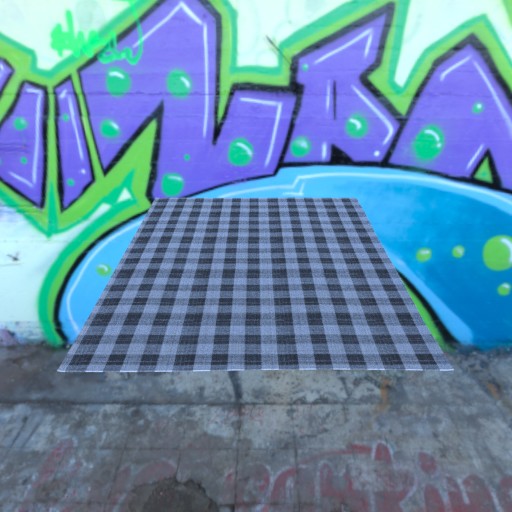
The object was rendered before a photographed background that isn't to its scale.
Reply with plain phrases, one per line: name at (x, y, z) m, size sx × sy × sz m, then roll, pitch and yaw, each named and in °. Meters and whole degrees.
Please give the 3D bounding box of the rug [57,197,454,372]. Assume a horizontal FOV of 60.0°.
rug at (0.000, 0.000, 4.040) m, size 2.432 × 0.013 × 3.021 m, roll 0°, pitch 28°, yaw 0°
